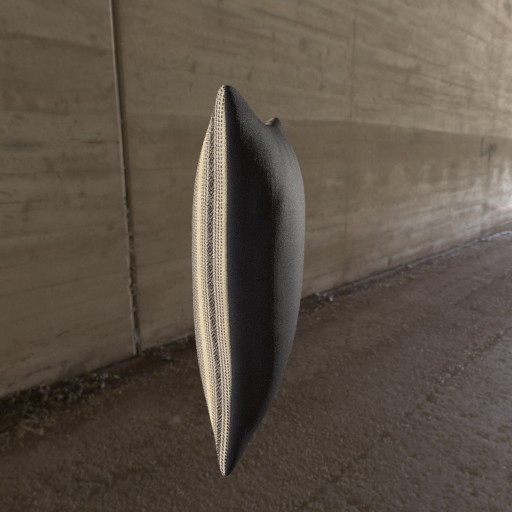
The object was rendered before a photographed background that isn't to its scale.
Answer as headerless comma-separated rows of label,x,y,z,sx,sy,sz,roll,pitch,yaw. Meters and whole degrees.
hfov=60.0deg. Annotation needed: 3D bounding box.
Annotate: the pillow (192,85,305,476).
pillow,0.000,0.000,0.792,0.166,0.508,0.520,2,13,8
